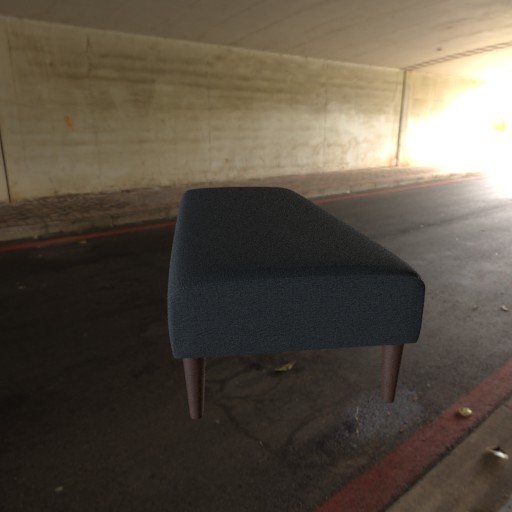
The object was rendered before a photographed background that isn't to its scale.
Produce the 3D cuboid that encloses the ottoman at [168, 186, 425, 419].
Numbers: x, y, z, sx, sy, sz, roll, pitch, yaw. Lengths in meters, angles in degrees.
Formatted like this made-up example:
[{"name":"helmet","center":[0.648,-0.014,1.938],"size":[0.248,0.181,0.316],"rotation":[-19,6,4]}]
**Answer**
[{"name":"ottoman","center":[0.000,0.000,1.822],"size":[0.646,0.393,1.609],"rotation":[-2,16,-7]}]
